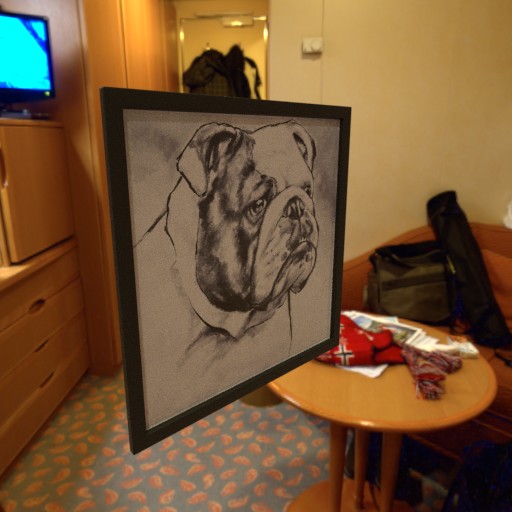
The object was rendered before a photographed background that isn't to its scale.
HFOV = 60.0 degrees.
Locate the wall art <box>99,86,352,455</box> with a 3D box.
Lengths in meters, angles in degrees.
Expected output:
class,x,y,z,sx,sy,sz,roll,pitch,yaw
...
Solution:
class,x,y,z,sx,sy,sz,roll,pitch,yaw
wall art,0.000,0.000,0.985,0.663,0.659,0.016,-14,20,-42
